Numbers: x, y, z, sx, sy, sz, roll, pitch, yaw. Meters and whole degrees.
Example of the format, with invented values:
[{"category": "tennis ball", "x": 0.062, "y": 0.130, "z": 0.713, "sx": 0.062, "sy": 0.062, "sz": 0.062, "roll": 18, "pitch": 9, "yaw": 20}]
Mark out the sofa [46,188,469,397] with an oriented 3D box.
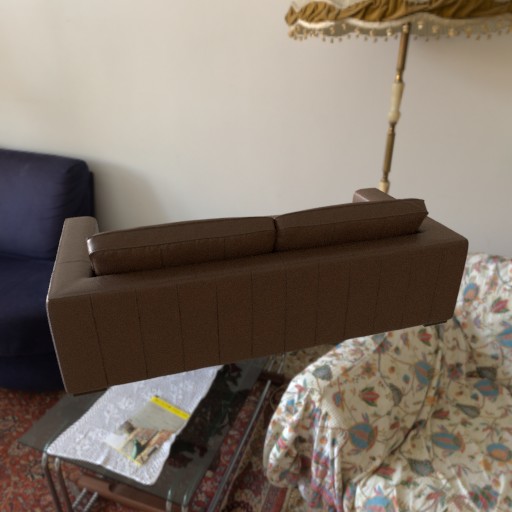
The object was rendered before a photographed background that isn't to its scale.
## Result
[{"category": "sofa", "x": 0.000, "y": 0.000, "z": 2.750, "sx": 2.262, "sy": 0.801, "sz": 1.070, "roll": -8, "pitch": 27, "yaw": -15}]
